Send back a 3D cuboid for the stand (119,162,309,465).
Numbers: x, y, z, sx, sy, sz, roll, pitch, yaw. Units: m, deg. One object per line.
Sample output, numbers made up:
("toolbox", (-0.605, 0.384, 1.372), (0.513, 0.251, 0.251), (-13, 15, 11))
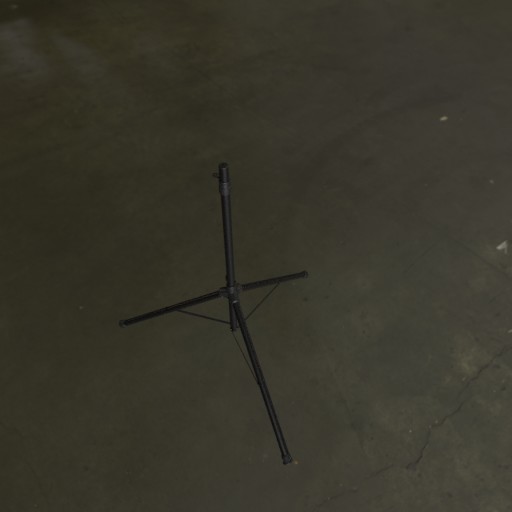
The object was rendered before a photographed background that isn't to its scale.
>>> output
("stand", (0.000, 0.000, 2.753), (1.596, 1.595, 1.339), (32, 55, 26))
